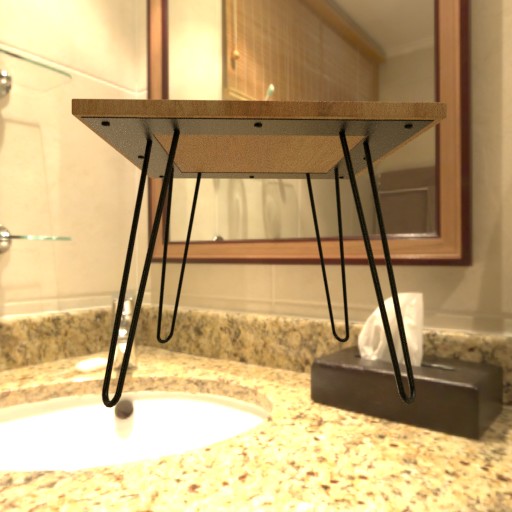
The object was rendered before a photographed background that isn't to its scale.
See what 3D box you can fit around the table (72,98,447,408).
[{"bbox_3d":[0.000,0.000,1.005,0.599,0.500,0.599,0,0,-2],"label":"table"}]
